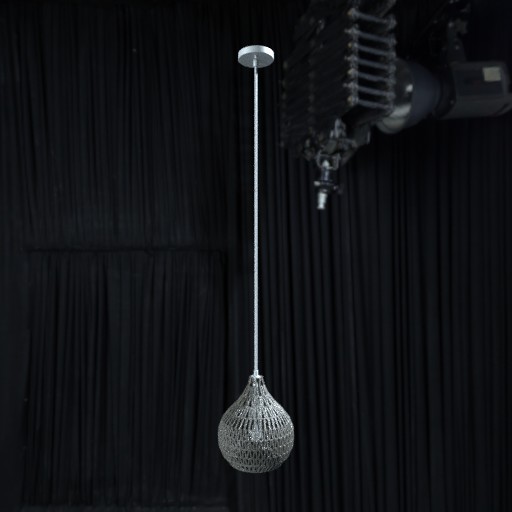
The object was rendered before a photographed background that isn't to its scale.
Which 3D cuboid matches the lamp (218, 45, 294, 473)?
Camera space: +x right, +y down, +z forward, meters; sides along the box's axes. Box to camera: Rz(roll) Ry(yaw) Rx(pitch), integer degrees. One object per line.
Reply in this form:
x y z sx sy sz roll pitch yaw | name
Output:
0.000 0.000 2.093 0.355 1.919 0.355 0 -1 -1 | lamp
